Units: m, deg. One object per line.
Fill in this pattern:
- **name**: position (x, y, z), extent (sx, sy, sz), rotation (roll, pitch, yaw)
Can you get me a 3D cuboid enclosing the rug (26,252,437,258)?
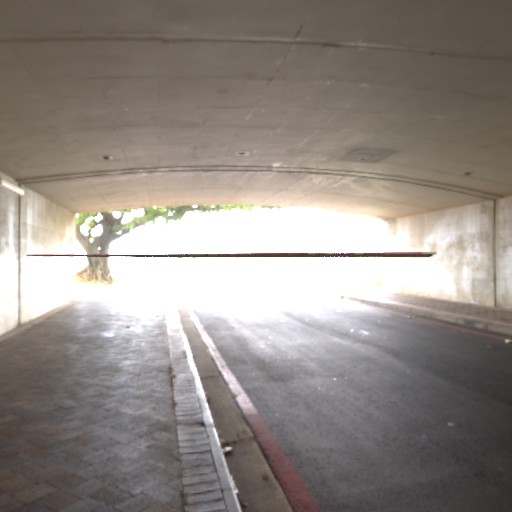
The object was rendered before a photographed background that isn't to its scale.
- **rug**: position (0.000, 0.000, 4.161), extent (3.095, 0.016, 2.441), rotation (0, -1, 20)
